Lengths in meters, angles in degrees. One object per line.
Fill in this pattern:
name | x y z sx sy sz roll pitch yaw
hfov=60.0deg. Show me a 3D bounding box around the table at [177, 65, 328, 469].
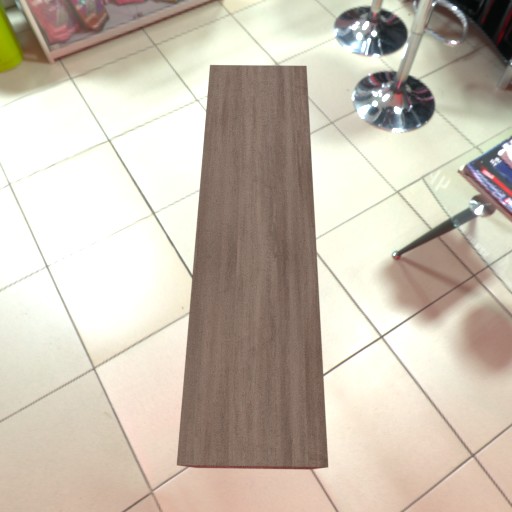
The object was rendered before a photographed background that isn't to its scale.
table | 0.000 0.000 1.738 0.400 0.530 1.500 1 64 0
